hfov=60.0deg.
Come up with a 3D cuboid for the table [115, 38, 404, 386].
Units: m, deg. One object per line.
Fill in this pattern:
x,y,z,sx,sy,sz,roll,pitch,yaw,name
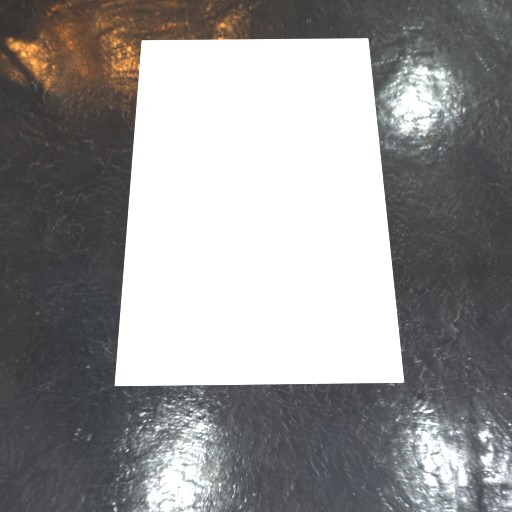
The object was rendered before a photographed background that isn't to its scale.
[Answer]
0.000,0.000,1.044,0.406,0.711,0.589,-1,73,0,table
